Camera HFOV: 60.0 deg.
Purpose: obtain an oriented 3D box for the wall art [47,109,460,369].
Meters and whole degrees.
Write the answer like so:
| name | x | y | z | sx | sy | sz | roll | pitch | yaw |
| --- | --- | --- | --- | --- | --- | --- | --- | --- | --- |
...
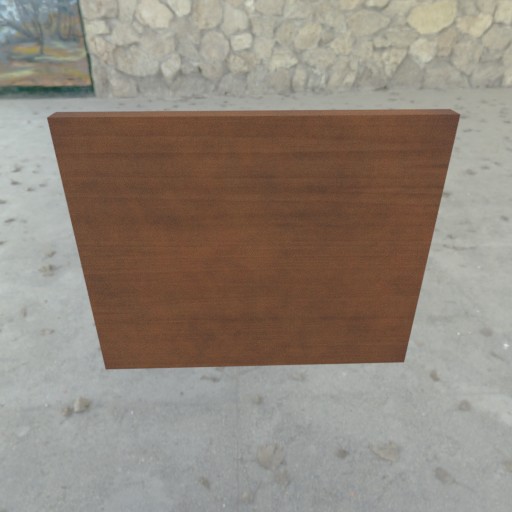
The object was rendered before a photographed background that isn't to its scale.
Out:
| name | x | y | z | sx | sy | sz | roll | pitch | yaw |
| --- | --- | --- | --- | --- | --- | --- | --- | --- | --- |
| wall art | 0.000 | 0.000 | 0.727 | 0.558 | 0.457 | 0.033 | -1 | 30 | -2 |
